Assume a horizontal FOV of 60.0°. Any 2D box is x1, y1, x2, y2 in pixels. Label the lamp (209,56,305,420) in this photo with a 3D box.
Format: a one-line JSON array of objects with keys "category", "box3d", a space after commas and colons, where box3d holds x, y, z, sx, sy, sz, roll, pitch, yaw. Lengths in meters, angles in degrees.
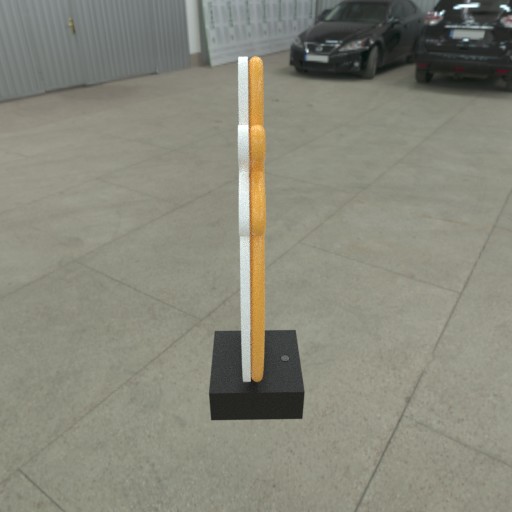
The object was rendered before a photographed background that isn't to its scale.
[{"category": "lamp", "box3d": [0.000, 0.000, 0.384, 0.088, 0.317, 0.167, -1, 31, -1]}]
